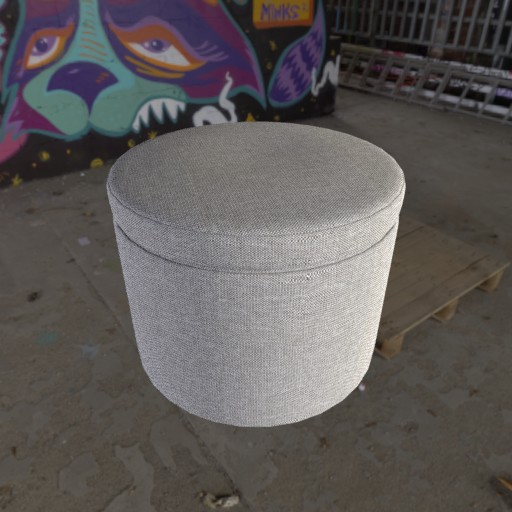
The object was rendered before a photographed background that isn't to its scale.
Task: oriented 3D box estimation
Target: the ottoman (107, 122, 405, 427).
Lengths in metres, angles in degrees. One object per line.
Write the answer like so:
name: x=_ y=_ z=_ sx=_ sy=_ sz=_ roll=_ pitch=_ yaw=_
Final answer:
ottoman: x=0.000 y=0.000 z=0.865 sx=0.500 sy=0.419 sz=0.500 roll=0 pitch=33 yaw=0
